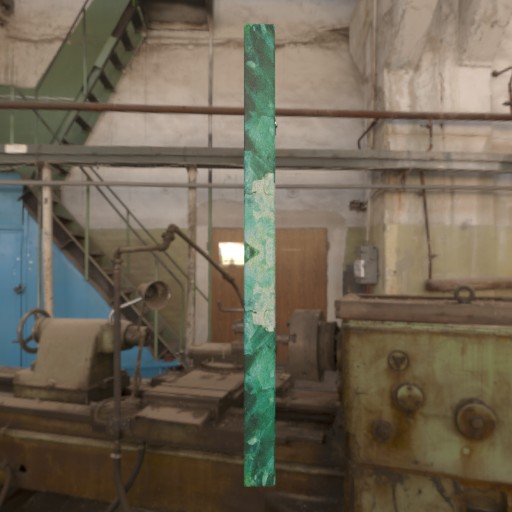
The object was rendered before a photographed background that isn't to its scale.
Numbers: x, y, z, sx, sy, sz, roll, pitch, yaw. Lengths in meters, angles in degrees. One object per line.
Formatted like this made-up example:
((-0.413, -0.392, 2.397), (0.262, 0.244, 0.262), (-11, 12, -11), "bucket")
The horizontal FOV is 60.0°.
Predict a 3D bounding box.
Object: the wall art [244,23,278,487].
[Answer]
((0.000, 0.000, 0.736), (0.038, 0.508, 0.507), (0, 0, -1), "wall art")
